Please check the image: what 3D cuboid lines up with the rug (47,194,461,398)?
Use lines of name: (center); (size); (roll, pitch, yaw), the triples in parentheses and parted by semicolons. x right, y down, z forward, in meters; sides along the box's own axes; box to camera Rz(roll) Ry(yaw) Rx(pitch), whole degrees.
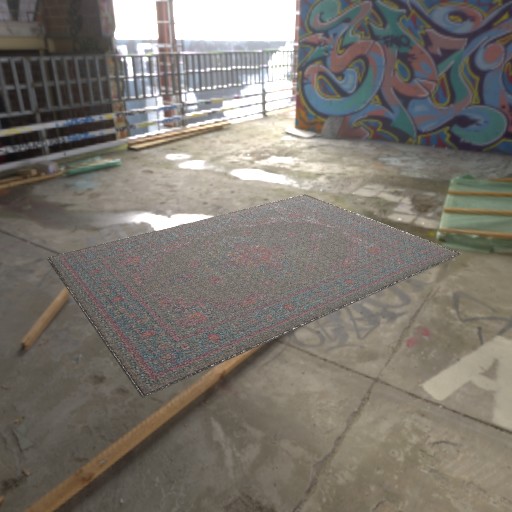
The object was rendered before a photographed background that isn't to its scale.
rug: (0.000, 0.000, 3.752); (2.890, 0.013, 2.005); (-18, 31, -32)
